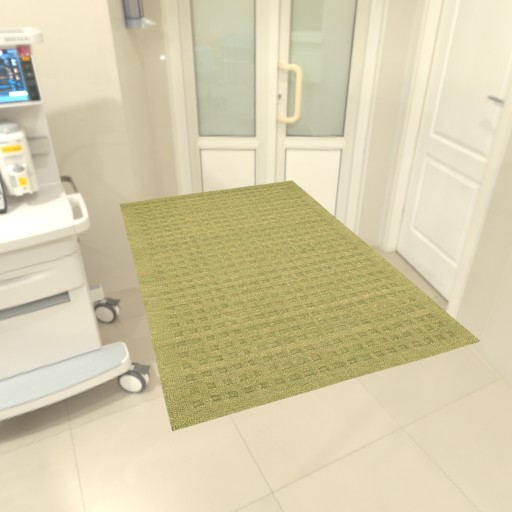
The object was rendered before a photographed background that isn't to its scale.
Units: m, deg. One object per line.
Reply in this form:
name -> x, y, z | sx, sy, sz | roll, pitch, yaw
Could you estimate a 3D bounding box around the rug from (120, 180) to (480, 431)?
rug -> 0.000, 0.000, 2.886 | 1.529, 0.007, 2.297 | -11, 33, -17
